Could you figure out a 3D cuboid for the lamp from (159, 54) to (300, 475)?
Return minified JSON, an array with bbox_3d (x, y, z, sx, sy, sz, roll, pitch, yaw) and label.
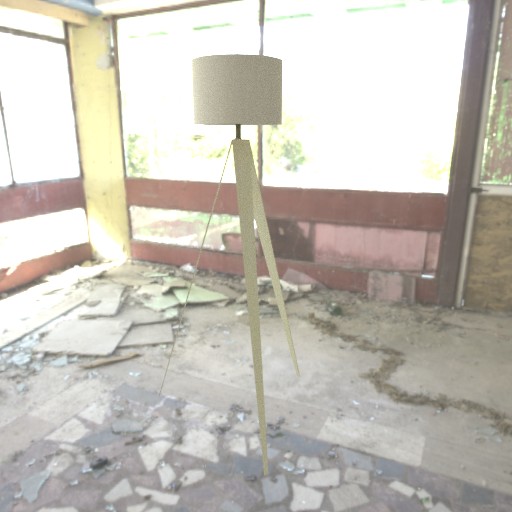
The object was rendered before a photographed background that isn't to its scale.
[{"bbox_3d":[0.000,0.000,1.869,0.724,1.524,0.716,-8,18,-28],"label":"lamp"}]
